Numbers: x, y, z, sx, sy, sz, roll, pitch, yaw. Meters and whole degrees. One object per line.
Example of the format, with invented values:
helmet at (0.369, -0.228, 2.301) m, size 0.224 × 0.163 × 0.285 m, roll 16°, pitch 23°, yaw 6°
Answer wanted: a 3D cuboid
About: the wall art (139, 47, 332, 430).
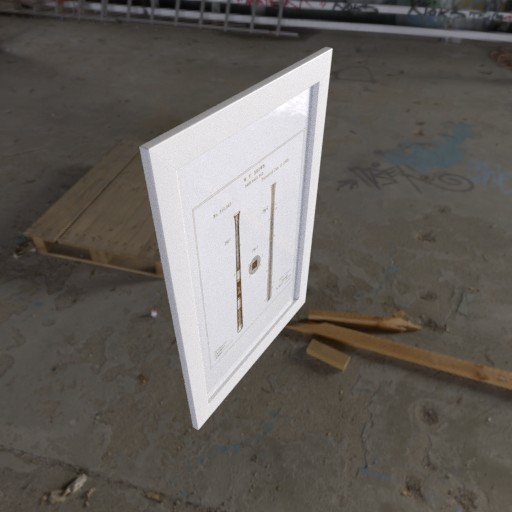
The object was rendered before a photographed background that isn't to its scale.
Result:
wall art at (0.000, 0.000, 0.632) m, size 0.011 × 0.482 × 0.329 m, roll 25°, pitch 47°, yaw 25°
